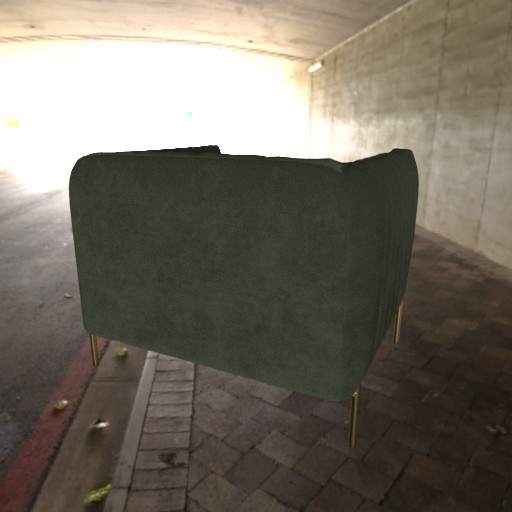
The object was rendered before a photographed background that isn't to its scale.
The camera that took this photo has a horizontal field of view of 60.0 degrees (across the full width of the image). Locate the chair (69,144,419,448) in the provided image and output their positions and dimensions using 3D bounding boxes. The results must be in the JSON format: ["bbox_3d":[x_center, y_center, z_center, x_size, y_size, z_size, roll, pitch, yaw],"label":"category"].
[{"bbox_3d":[0.000,0.000,1.660,1.032,0.794,0.877,8,18,26],"label":"chair"}]
